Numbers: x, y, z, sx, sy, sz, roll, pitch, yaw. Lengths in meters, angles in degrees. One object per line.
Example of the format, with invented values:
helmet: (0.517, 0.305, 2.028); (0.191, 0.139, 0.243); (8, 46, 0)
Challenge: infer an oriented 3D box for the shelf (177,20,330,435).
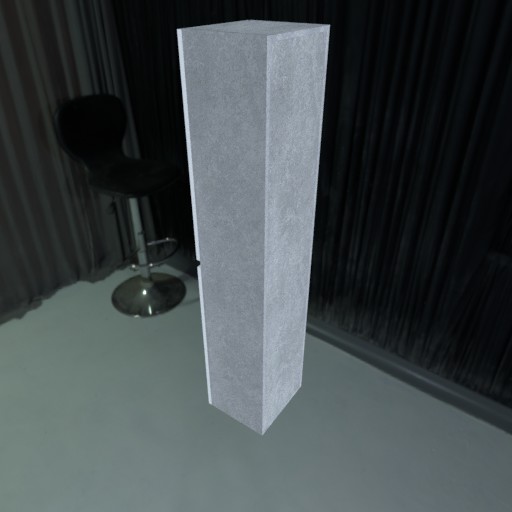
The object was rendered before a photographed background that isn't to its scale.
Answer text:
shelf: (0.000, 0.000, 1.517); (0.270, 1.400, 0.300); (21, 38, 29)
